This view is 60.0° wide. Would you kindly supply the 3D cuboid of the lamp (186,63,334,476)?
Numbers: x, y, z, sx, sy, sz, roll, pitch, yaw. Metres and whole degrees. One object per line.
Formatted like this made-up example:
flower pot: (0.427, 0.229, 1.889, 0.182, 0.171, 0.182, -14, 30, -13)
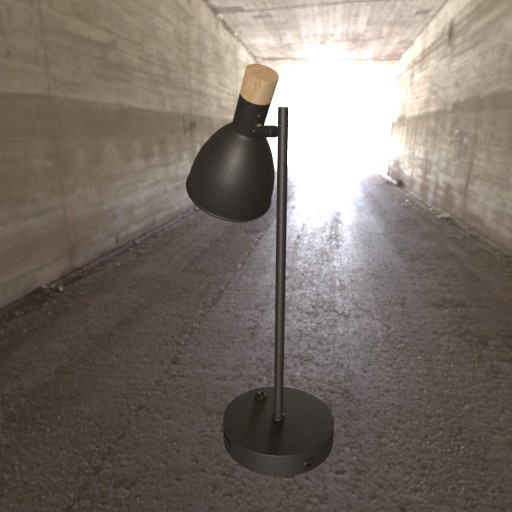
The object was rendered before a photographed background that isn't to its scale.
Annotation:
lamp: (0.000, 0.000, 0.601, 0.152, 0.483, 0.287, -8, 18, -25)
